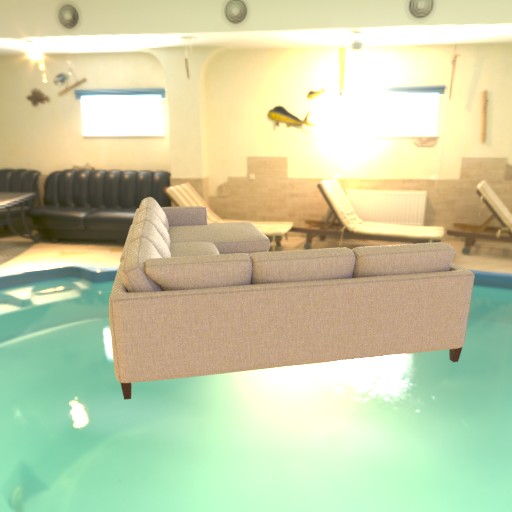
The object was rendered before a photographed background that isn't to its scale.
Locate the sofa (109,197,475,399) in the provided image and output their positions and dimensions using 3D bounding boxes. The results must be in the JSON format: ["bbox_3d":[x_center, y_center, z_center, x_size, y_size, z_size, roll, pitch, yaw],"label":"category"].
[{"bbox_3d":[0.000,0.000,4.561,2.551,0.889,3.403,-3,16,-11],"label":"sofa"}]
